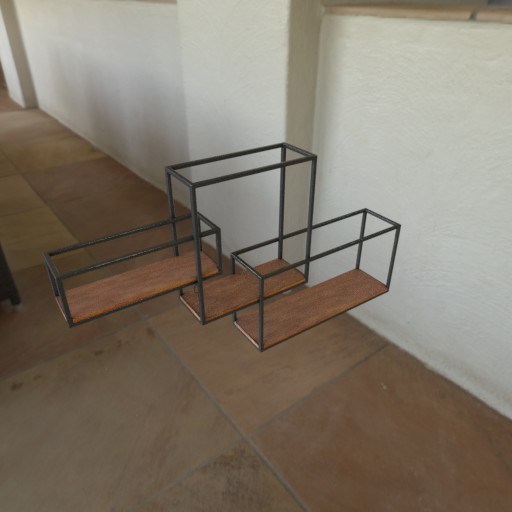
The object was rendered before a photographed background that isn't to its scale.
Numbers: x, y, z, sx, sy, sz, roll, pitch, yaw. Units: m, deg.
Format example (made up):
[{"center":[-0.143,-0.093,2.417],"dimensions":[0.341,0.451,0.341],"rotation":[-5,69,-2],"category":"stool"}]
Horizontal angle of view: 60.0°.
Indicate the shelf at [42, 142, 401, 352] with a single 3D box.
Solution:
[{"center":[0.000,0.000,2.136],"dimensions":[1.781,0.972,0.275],"rotation":[-19,36,-29],"category":"shelf"}]
